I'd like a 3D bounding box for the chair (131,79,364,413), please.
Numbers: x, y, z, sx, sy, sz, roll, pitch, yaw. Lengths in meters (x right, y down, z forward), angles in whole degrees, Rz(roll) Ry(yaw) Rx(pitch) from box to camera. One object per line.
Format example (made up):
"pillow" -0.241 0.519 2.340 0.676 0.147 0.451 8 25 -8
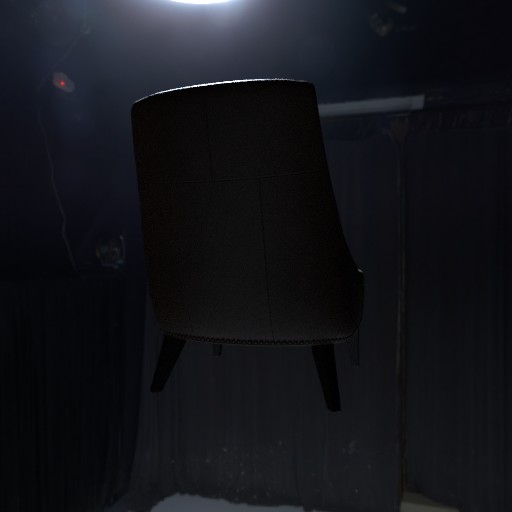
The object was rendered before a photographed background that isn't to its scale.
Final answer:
"chair" 0.000 0.000 1.559 0.701 0.909 0.861 0 0 18
